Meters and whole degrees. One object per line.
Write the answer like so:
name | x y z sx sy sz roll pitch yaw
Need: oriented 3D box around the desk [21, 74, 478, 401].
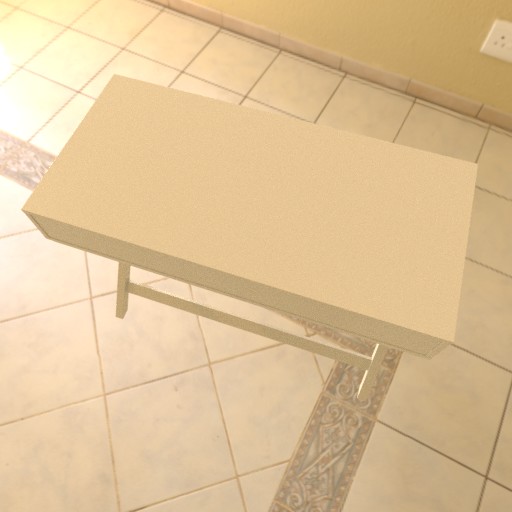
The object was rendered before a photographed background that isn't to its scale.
desk | 0.000 0.000 1.474 1.059 0.780 0.509 17 64 8
